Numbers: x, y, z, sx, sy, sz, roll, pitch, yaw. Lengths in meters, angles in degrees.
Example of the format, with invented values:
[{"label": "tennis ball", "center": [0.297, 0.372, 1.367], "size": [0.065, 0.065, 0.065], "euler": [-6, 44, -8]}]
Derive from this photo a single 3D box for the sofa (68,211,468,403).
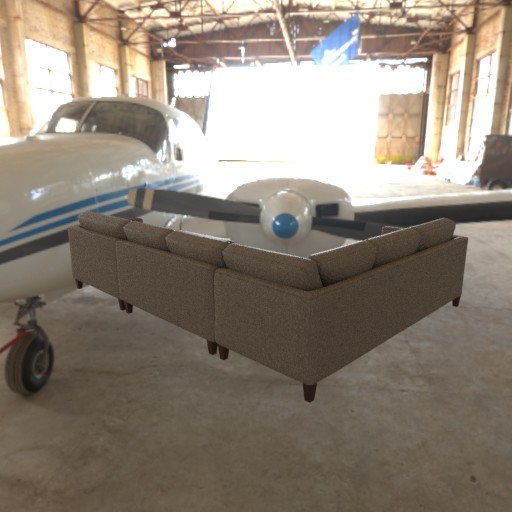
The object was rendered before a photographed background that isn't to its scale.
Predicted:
[{"label": "sofa", "center": [0.000, 0.000, 4.648], "size": [3.403, 0.889, 2.551], "euler": [13, 19, 43]}]
